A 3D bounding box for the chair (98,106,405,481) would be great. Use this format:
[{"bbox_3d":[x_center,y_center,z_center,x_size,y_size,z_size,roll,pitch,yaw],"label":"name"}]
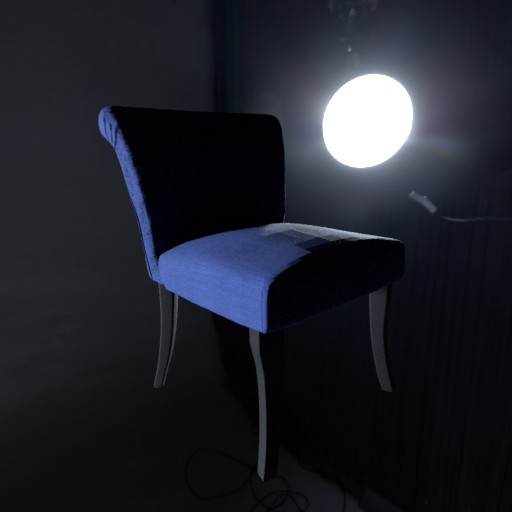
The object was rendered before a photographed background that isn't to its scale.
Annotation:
[{"bbox_3d":[0.000,0.000,1.172,0.585,0.753,0.606,-13,20,-42],"label":"chair"}]
